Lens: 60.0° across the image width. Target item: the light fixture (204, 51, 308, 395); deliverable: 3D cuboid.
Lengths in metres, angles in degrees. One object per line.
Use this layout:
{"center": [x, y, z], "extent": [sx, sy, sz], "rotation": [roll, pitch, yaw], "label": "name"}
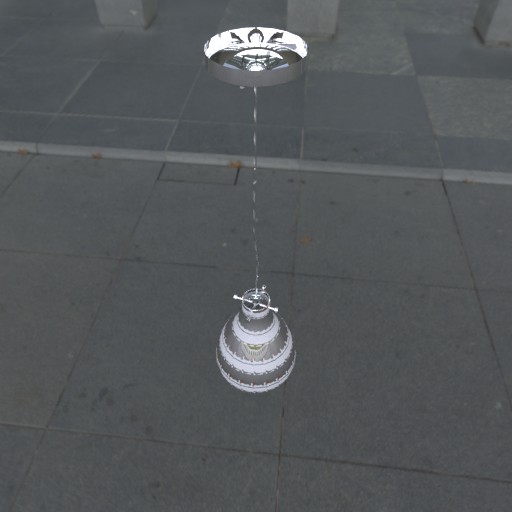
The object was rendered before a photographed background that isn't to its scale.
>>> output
{"center": [0.000, 0.000, 1.589], "extent": [0.374, 1.457, 0.374], "rotation": [16, 49, 14], "label": "light fixture"}
